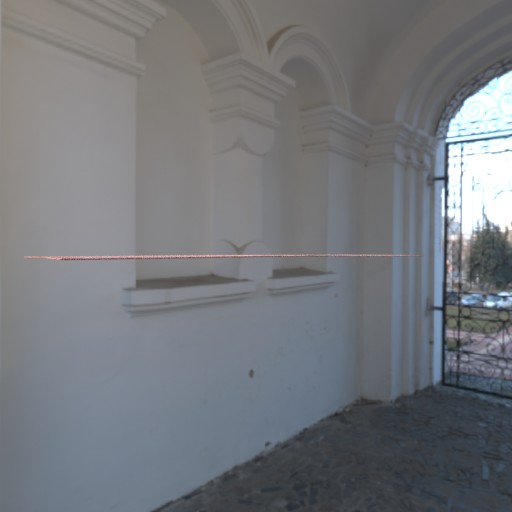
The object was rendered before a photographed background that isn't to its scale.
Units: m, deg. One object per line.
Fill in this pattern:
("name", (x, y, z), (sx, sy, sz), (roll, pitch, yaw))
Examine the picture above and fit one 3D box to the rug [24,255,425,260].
("rug", (0.000, 0.000, 2.622), (2.353, 0.013, 0.718), (0, 1, -36))
